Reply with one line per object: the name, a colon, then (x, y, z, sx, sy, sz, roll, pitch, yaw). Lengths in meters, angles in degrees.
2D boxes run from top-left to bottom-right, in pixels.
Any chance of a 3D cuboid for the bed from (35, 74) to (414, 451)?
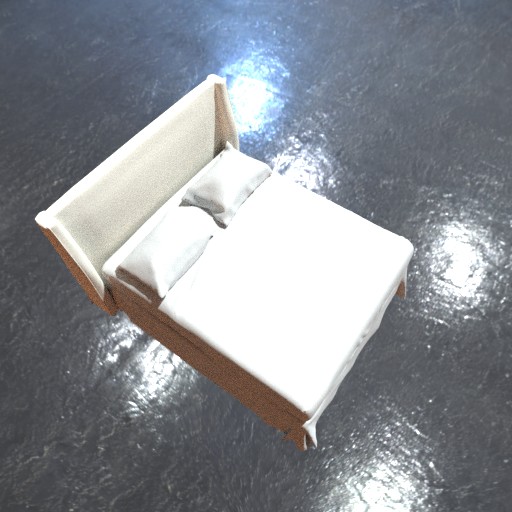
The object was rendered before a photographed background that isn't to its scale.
bed: (0.000, 0.000, 3.527, 2.276, 1.332, 1.925, 31, 63, 18)
